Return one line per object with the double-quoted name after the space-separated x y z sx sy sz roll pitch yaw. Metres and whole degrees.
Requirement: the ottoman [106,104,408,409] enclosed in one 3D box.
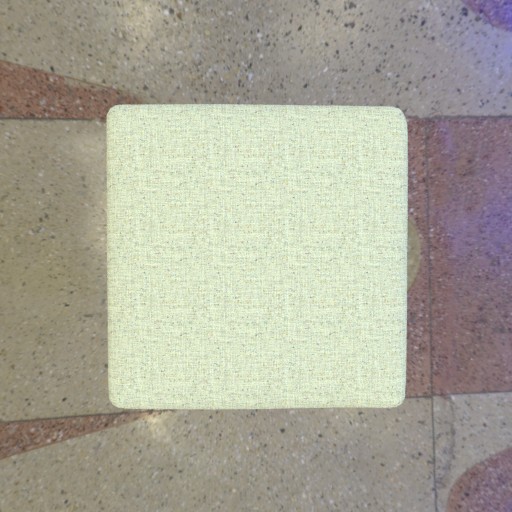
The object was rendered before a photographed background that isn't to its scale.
0.000 0.000 0.930 0.512 0.453 0.521 0 91 -1 "ottoman"
